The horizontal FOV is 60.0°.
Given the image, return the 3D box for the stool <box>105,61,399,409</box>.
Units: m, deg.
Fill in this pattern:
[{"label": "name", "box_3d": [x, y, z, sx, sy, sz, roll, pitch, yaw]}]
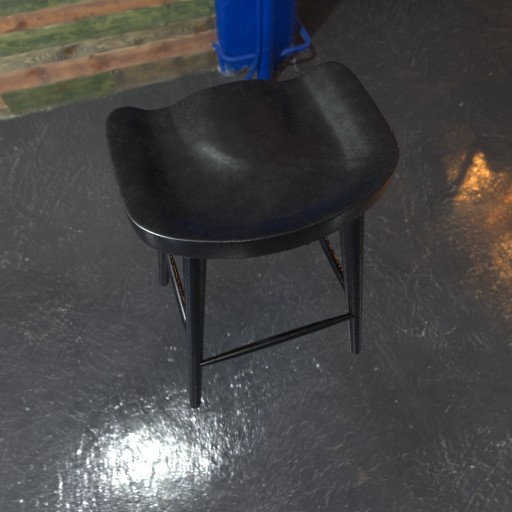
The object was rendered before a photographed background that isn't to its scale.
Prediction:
[{"label": "stool", "box_3d": [0.000, 0.000, 0.892, 0.440, 0.615, 0.361, -16, 61, -9]}]
